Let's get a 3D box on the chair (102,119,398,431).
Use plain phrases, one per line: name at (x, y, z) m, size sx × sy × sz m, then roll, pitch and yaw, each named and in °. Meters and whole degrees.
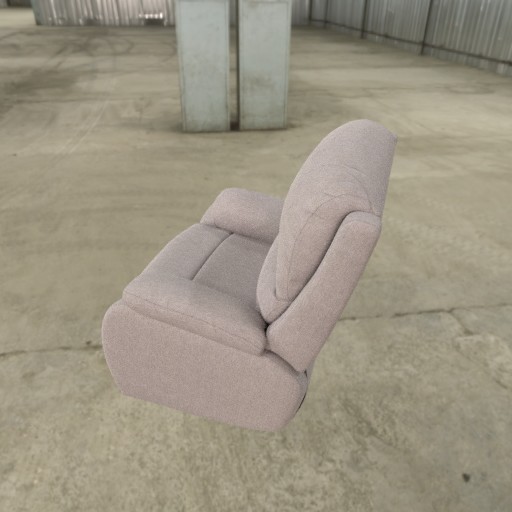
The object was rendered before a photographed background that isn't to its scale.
chair at (0.000, 0.000, 1.715) m, size 0.899 × 1.011 × 0.930 m, roll 10°, pitch 32°, yaw 15°
